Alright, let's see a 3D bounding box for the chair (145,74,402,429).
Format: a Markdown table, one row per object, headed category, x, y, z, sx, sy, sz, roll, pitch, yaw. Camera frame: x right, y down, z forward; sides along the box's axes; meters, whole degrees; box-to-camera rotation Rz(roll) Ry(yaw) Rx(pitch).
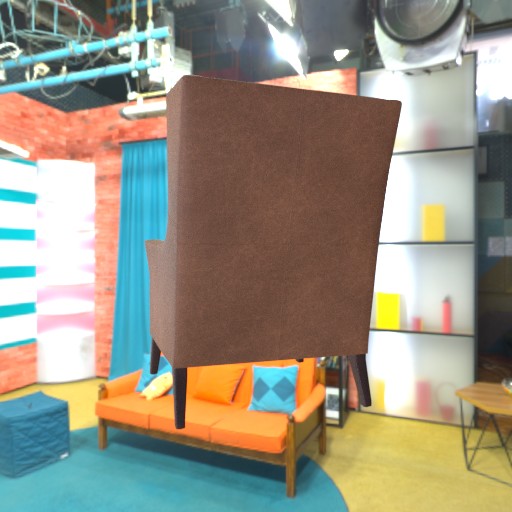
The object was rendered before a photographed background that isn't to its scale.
| category | x | y | z | sx | sy | sz | roll | pitch | yaw |
| --- | --- | --- | --- | --- | --- | --- | --- | --- | --- |
| chair | 0.000 | 0.000 | 1.750 | 0.815 | 1.088 | 0.913 | 0 | 0 | -18 |
